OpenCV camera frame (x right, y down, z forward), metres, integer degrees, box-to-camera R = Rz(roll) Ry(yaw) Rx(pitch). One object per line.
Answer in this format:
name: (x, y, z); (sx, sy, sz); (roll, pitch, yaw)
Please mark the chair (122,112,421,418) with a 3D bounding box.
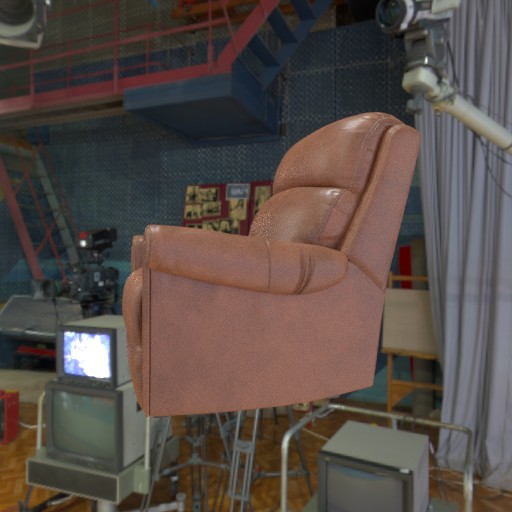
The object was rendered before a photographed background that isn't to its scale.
chair: (0.000, 0.000, 1.762); (1.014, 1.054, 0.838); (0, 0, -18)
